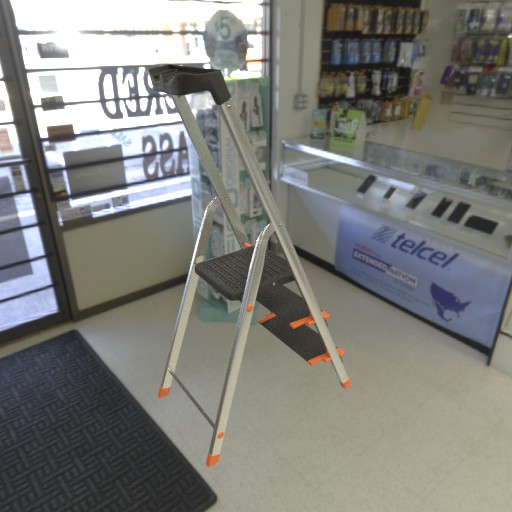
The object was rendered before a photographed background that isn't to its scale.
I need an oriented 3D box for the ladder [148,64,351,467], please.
[{"bbox_3d":[0.000,0.000,1.545,0.686,1.229,0.416,-18,31,-31],"label":"ladder"}]
